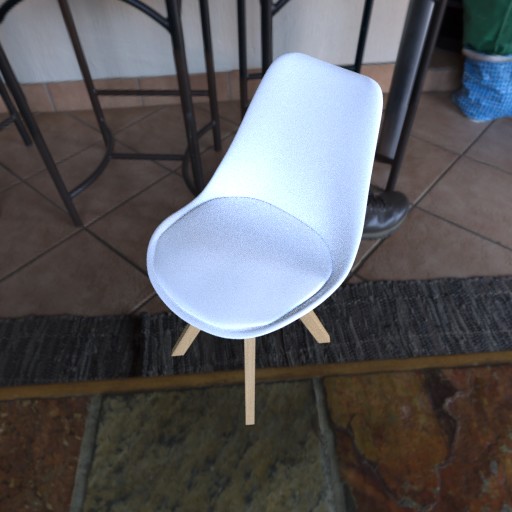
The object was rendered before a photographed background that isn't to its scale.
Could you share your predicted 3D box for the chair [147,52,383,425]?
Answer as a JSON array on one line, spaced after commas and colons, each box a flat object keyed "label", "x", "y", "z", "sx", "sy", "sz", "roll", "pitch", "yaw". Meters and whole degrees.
[{"label": "chair", "x": 0.000, "y": 0.000, "z": 1.173, "sx": 0.485, "sy": 0.849, "sz": 0.550, "roll": 34, "pitch": 56, "yaw": 27}]
